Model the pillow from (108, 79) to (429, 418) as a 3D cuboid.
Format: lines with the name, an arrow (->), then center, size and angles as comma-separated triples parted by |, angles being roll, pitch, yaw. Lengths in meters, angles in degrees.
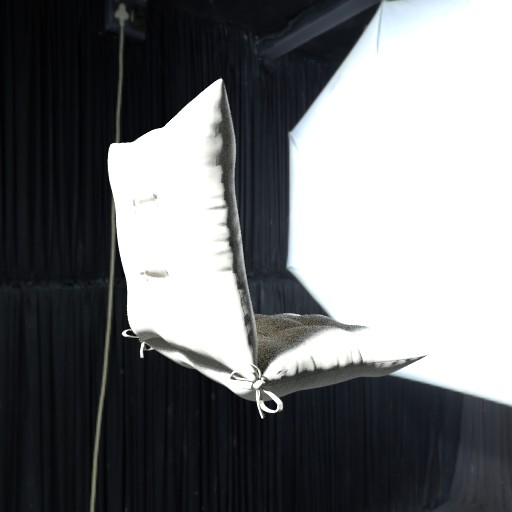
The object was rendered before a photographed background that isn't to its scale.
pillow -> 0.000, 0.000, 1.005 | 0.585, 0.536, 0.541 | 0, 0, -36
